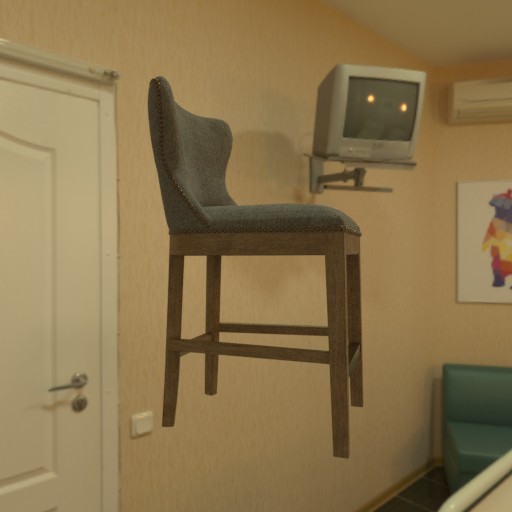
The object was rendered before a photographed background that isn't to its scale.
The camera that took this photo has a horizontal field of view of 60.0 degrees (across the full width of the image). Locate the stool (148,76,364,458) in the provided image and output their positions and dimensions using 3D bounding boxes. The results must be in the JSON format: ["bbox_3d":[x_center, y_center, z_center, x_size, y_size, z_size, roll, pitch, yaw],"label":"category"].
[{"bbox_3d":[0.000,0.000,1.353,0.608,0.981,0.498,0,1,19],"label":"stool"}]
